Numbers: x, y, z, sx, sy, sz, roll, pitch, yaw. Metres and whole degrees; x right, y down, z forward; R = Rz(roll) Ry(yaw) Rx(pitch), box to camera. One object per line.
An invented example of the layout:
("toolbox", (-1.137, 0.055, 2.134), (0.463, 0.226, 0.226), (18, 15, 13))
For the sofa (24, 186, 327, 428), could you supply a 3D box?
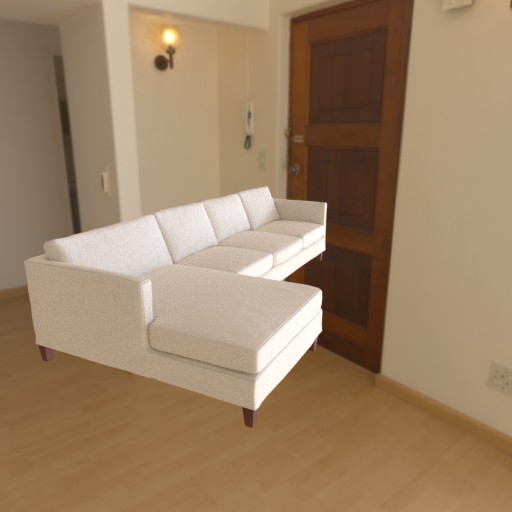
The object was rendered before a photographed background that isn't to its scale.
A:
("sofa", (0.000, 0.000, 3.802), (1.625, 0.846, 3.186), (8, 17, 26))
